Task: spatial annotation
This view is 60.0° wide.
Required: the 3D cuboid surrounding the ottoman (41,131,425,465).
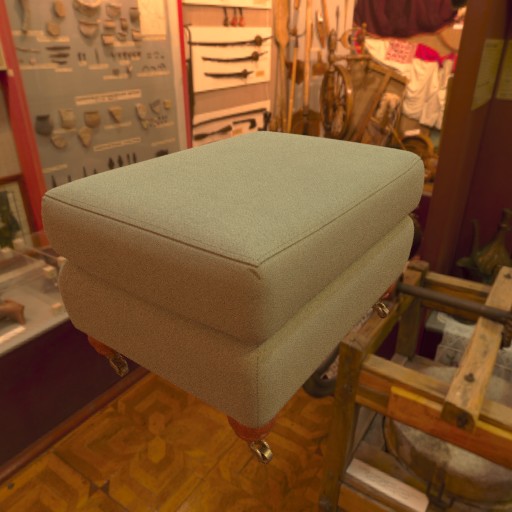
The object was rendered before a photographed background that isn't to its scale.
[{"bbox_3d":[0.000,0.000,1.102,0.569,0.499,0.773,18,32,32],"label":"ottoman"}]
